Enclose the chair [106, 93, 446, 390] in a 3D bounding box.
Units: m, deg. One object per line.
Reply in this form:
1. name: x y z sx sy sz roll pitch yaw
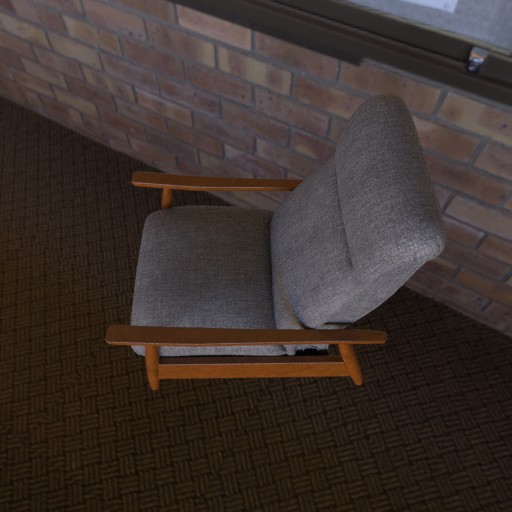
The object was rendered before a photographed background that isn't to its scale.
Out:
1. chair: 0.000 0.000 1.757 1.030 1.082 0.762 -1 58 -1
